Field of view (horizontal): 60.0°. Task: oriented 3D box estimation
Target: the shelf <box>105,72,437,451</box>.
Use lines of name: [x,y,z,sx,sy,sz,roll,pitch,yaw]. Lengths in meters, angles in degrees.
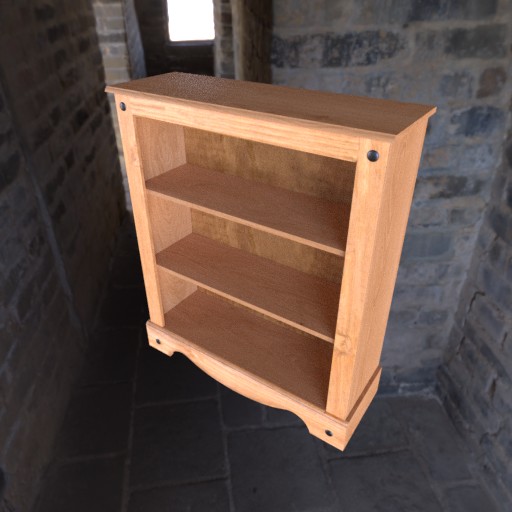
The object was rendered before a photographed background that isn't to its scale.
shelf: [0.000,0.000,1.409,0.840,0.980,0.291,20,37,29]
